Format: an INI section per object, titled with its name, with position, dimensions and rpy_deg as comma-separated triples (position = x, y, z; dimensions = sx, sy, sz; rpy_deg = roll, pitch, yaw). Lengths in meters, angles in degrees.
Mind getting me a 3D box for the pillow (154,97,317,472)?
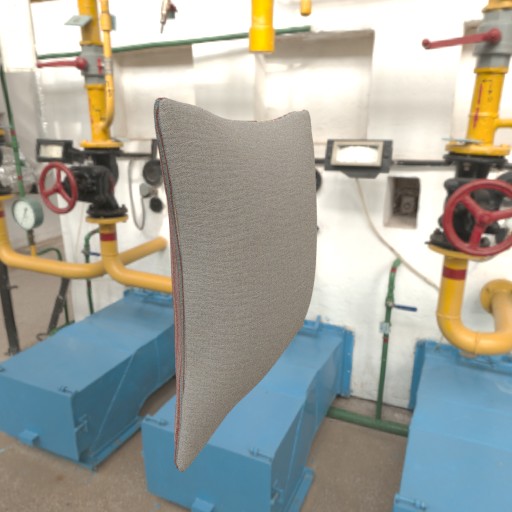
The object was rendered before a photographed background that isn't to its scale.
[pillow]
position = 0.000, 0.000, 0.647
dimensions = 0.136, 0.419, 0.437
rpy_deg = 8, 18, 24
